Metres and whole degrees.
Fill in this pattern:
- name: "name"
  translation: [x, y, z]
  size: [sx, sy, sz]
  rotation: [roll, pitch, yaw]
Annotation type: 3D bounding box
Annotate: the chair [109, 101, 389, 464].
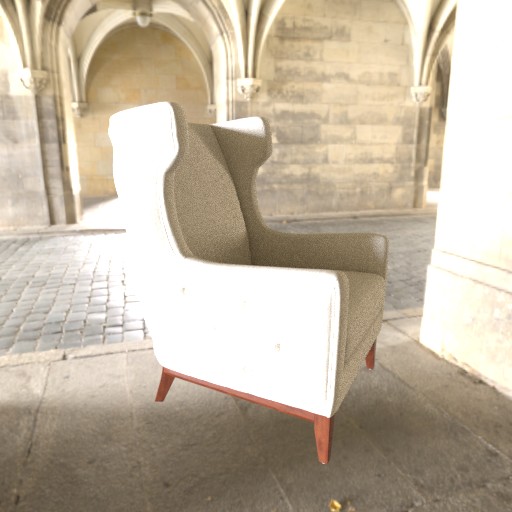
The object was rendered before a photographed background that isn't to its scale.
- name: "chair"
  translation: [0.000, 0.000, 1.704]
  size: [0.899, 1.079, 0.778]
  rotation: [6, 14, 25]
